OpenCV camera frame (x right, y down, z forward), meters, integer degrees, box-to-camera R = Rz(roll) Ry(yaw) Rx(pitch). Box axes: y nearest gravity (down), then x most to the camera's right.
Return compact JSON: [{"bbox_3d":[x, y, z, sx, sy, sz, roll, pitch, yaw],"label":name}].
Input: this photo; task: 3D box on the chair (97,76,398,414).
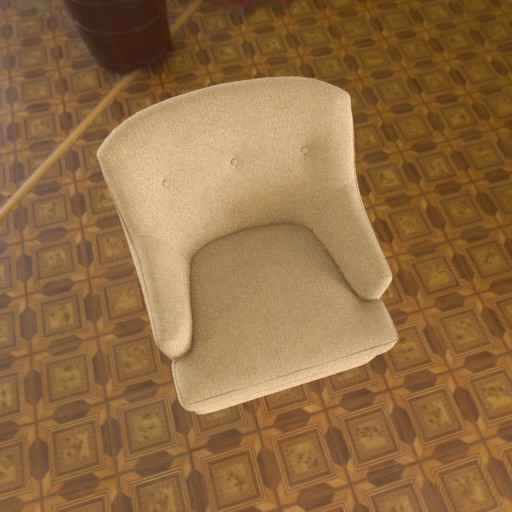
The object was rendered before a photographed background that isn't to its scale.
[{"bbox_3d":[0.000,0.000,1.649,0.864,0.856,0.923,-15,65,-7],"label":"chair"}]
